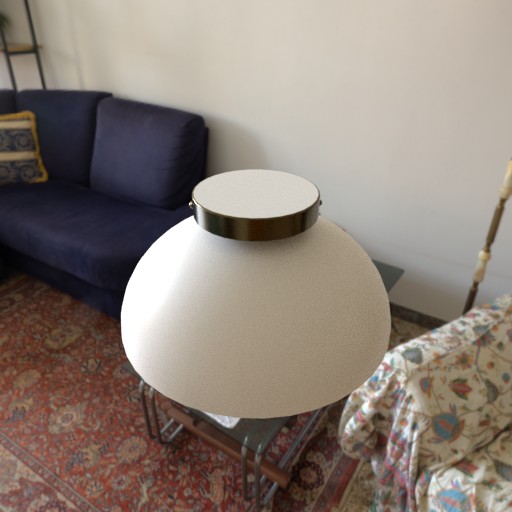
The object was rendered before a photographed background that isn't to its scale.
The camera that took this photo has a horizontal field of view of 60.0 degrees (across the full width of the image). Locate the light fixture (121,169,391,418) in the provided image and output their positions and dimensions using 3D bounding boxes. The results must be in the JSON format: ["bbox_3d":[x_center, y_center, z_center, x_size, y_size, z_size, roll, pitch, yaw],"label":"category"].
[{"bbox_3d":[0.000,0.000,0.561,0.355,0.177,0.355,0,31,0],"label":"light fixture"}]
